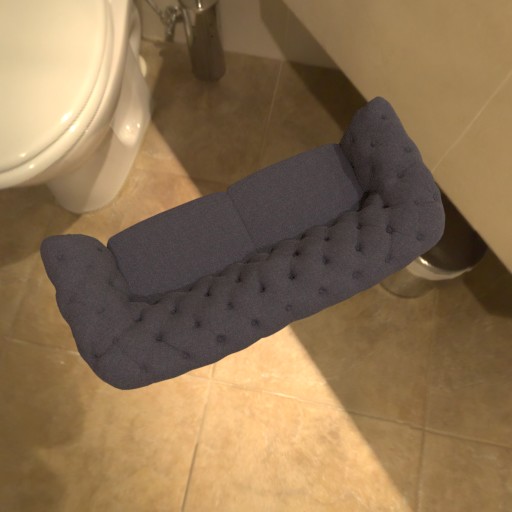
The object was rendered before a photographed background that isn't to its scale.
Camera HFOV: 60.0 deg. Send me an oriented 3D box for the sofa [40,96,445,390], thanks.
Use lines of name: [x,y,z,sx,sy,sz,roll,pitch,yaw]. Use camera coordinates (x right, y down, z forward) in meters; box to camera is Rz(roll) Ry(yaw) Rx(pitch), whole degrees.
sofa: [0.000,0.000,2.877,2.335,0.836,1.046,-24,76,-7]
